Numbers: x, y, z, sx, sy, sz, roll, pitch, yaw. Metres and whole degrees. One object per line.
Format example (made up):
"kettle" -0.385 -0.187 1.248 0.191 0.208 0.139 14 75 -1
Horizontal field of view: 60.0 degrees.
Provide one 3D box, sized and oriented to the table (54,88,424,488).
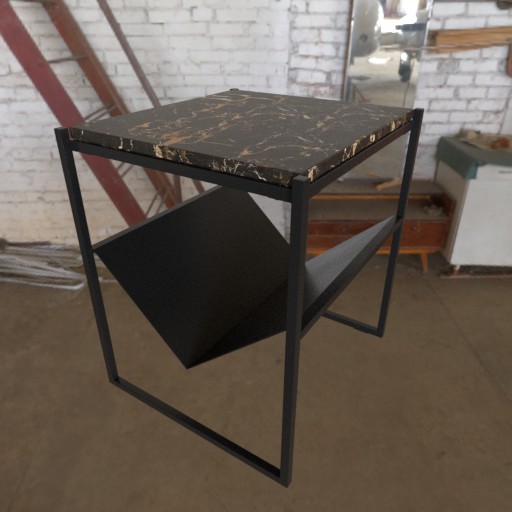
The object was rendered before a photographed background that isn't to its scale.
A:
"table" 0.000 0.000 0.873 0.432 0.534 0.469 18 34 29
